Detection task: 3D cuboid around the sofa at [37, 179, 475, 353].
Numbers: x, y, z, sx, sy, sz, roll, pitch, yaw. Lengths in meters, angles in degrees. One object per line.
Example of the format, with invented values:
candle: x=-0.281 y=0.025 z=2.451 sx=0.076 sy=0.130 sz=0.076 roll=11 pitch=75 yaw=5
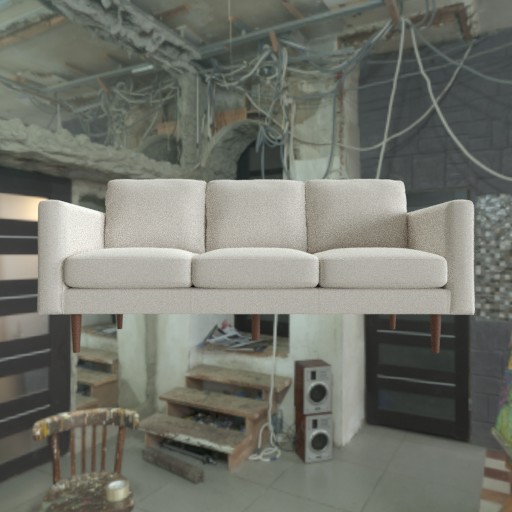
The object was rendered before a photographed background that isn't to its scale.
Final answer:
sofa: x=0.000 y=0.000 z=2.407 sx=2.029 sy=0.912 sz=0.802 roll=0 pitch=0 yaw=0
